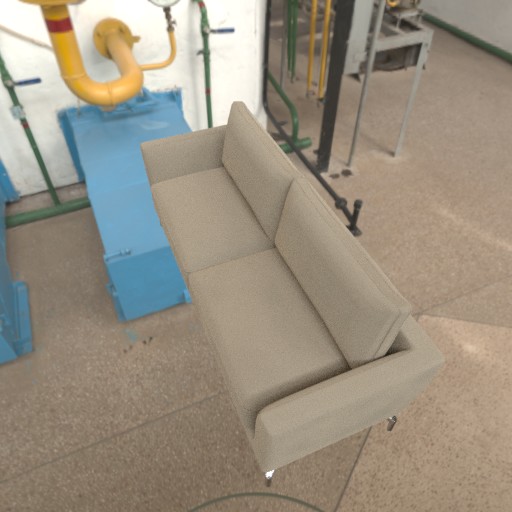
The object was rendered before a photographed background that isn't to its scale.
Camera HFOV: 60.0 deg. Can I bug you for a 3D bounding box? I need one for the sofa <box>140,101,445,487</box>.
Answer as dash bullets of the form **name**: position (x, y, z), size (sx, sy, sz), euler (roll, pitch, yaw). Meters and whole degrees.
- **sofa**: position (0.000, 0.000, 2.660), size (0.868, 1.005, 2.214), euler (-17, 48, -16)
